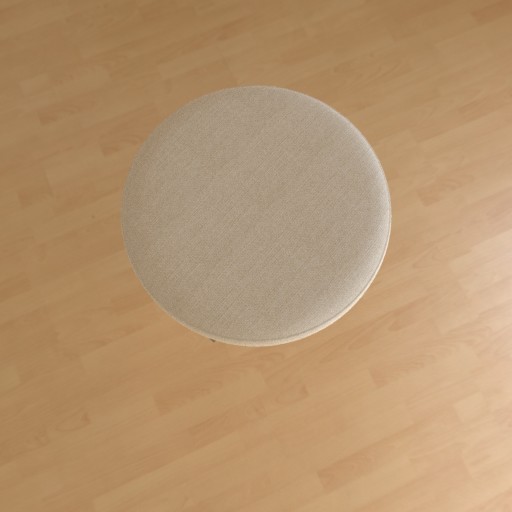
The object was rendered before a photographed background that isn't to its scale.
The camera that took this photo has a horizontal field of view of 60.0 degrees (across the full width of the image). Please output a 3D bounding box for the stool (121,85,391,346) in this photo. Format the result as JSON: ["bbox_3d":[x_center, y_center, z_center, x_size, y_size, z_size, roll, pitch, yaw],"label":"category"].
[{"bbox_3d":[0.000,0.000,1.028,0.446,0.758,0.446,0,77,0],"label":"stool"}]
